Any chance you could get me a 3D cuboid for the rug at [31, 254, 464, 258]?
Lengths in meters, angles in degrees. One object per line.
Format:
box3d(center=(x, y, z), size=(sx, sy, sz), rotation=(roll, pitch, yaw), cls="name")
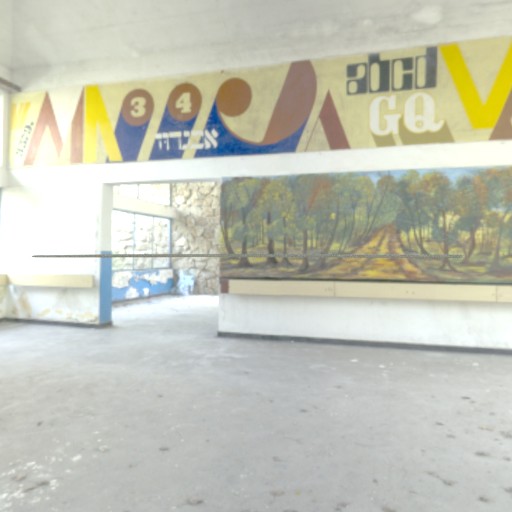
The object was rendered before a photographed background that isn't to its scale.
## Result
box3d(center=(0.000, 0.000, 3.147), size=(2.498, 0.022, 1.535), rotation=(0, 0, 17), cls="rug")
